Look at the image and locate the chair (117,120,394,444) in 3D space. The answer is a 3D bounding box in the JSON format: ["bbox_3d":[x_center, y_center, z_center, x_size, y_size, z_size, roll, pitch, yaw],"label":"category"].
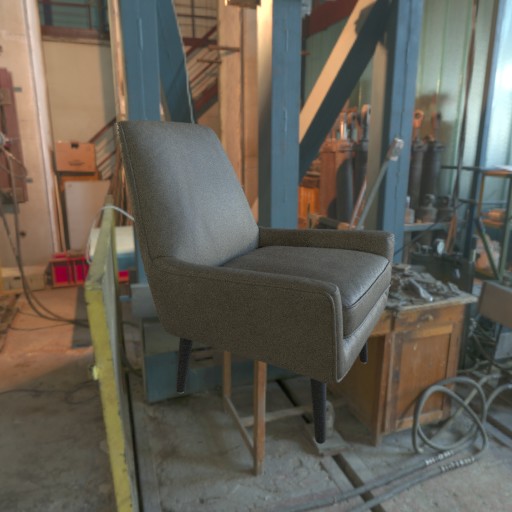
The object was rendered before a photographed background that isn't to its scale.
[{"bbox_3d":[0.000,0.000,1.507,0.824,0.888,0.787,7,16,25],"label":"chair"}]
